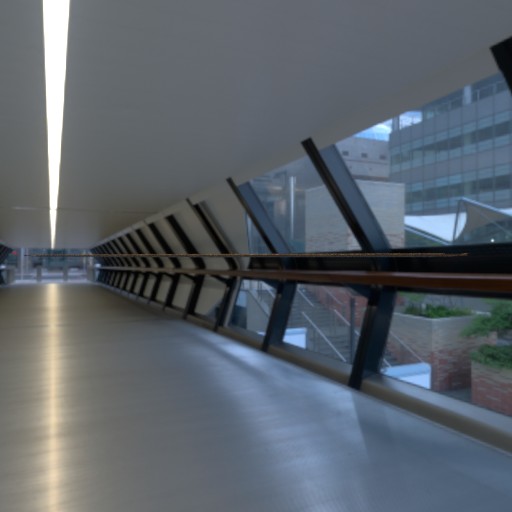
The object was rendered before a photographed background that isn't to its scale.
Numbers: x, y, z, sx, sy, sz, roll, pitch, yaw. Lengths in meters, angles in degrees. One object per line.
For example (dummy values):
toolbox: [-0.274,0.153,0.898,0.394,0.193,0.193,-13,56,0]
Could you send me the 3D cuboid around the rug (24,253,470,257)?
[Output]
rug: [0.000,0.000,2.961,2.434,0.010,1.516,0,0,20]
